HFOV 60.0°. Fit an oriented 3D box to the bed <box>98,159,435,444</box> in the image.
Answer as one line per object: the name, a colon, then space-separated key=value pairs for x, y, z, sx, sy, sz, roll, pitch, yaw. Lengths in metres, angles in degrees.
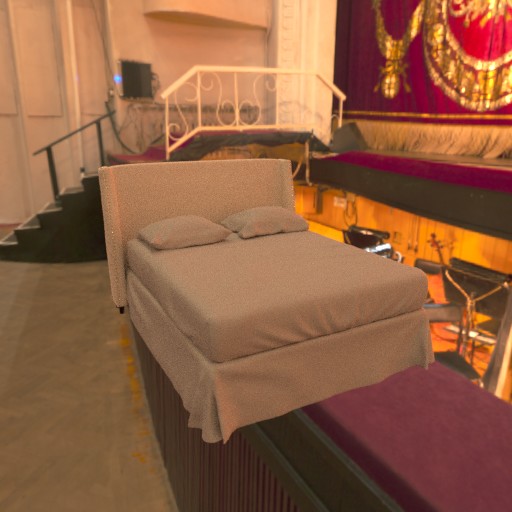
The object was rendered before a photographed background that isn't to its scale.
bed: x=0.000 y=0.000 z=3.515 sx=1.925 sy=1.332 sz=2.276 roll=-9 pitch=19 yaw=-27
